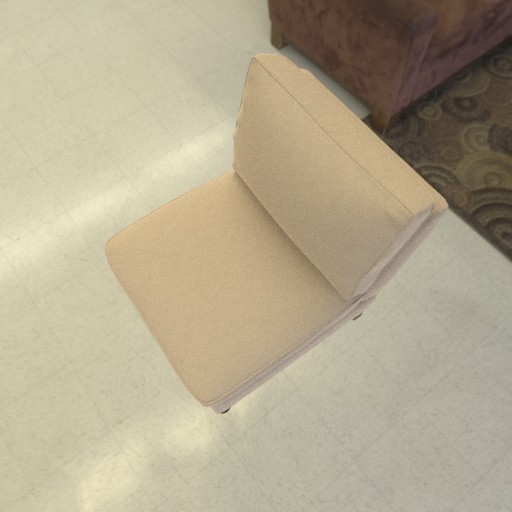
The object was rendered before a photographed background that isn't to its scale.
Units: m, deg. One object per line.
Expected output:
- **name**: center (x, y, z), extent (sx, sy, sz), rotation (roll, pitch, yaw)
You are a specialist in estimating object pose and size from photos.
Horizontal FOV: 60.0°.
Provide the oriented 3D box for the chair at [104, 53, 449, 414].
- **chair**: center (0.000, 0.000, 1.621), extent (0.912, 1.052, 0.724), rotation (-33, 69, -15)
